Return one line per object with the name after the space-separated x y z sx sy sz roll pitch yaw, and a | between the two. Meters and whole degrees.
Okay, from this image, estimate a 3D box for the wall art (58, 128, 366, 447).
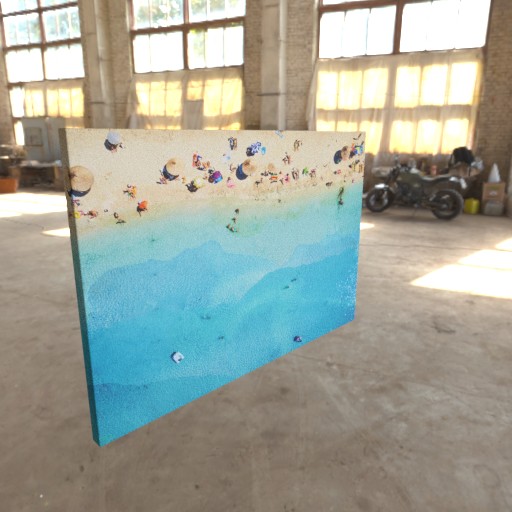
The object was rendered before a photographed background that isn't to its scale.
0.000 0.000 1.406 1.136 0.769 0.040 -15 21 -43 | wall art
